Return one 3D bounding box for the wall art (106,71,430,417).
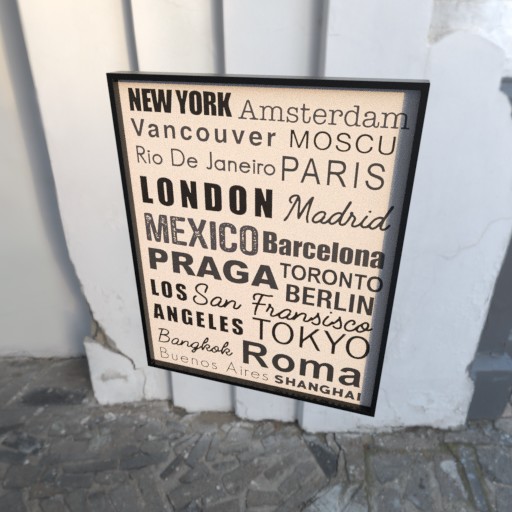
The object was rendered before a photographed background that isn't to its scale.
[{"bbox_3d":[0.000,0.000,0.729,0.448,0.551,0.038,8,28,15],"label":"wall art"}]
